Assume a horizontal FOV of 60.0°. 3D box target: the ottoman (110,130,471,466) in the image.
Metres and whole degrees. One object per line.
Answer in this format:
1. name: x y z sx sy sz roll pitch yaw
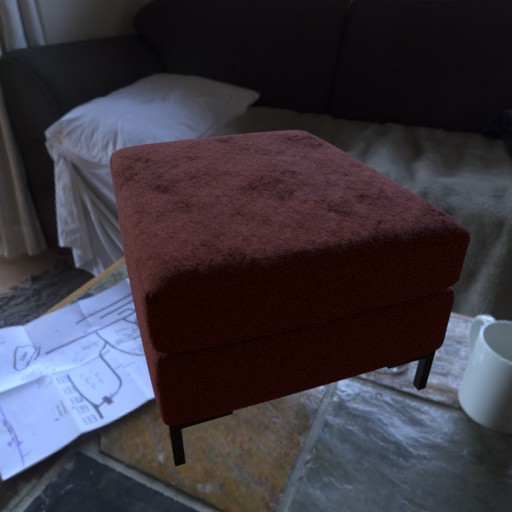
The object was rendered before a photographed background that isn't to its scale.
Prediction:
1. ottoman: 0.000 0.000 1.165 0.650 0.462 0.782 -10 32 -17
